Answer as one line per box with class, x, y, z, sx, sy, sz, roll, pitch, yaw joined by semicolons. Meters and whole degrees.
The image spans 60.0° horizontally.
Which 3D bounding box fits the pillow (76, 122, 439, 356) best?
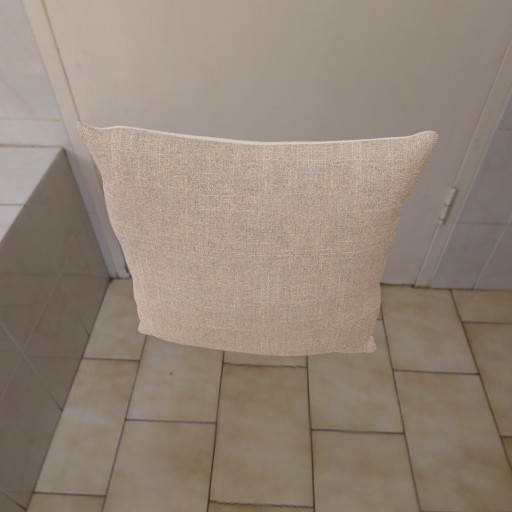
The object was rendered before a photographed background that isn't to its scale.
pillow;0.000;0.000;0.673;0.439;0.440;0.182;3;46;3
